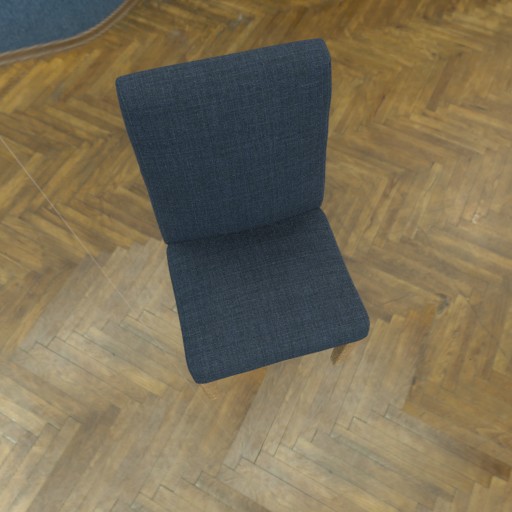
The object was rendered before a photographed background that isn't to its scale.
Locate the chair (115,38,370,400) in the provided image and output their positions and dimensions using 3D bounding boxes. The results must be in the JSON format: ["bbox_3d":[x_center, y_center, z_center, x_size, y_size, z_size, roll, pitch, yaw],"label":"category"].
[{"bbox_3d":[0.000,0.000,1.253,0.507,0.911,0.586,-14,65,-7],"label":"chair"}]
